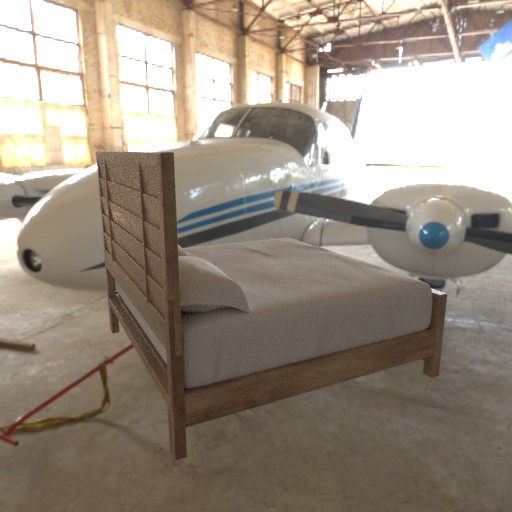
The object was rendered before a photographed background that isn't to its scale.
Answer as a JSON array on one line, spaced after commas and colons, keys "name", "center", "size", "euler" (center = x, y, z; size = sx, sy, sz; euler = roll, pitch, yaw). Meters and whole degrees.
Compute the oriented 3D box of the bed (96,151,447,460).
[{"name": "bed", "center": [0.000, 0.000, 3.537], "size": [2.032, 1.626, 2.032], "euler": [-7, 15, -26]}]
